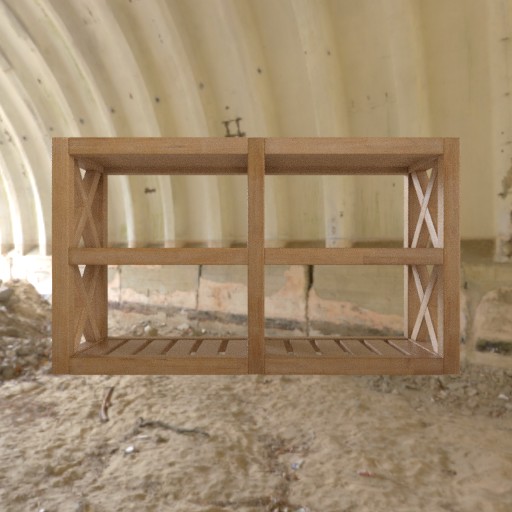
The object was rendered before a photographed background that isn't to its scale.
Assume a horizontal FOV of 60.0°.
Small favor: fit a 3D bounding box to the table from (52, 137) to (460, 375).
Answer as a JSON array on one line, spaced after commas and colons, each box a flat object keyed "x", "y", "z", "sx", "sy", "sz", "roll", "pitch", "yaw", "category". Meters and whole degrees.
[{"x": 0.000, "y": 0.000, "z": 1.608, "sx": 1.320, "sy": 0.762, "sz": 0.381, "roll": 0, "pitch": 0, "yaw": 0, "category": "table"}]
